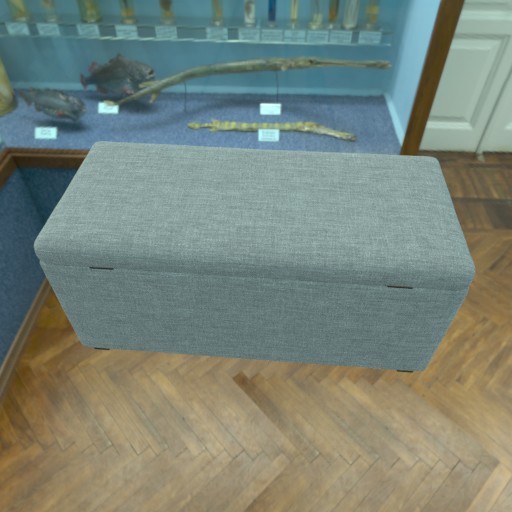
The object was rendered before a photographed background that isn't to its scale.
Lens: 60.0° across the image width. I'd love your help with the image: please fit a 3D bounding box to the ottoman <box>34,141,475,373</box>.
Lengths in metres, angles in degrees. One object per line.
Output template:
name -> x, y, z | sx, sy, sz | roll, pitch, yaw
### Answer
ottoman -> 0.000, 0.000, 1.136 | 0.902, 0.432, 0.419 | 3, 47, 3
